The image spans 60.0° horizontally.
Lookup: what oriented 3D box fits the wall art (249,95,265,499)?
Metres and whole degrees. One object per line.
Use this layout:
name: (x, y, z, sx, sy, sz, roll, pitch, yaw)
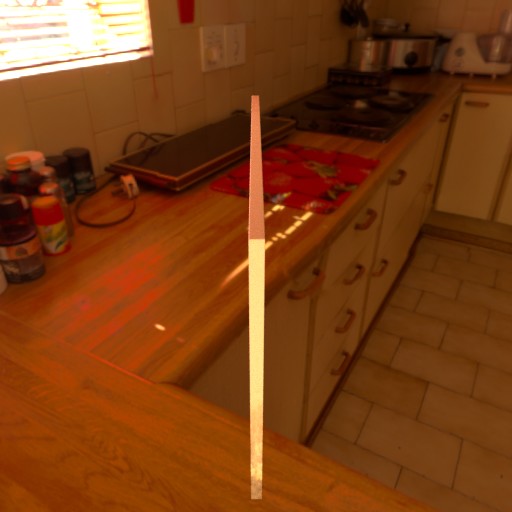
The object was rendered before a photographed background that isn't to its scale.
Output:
wall art: (0.000, 0.000, 1.897, 0.038, 1.012, 1.525, 0, 31, 0)
